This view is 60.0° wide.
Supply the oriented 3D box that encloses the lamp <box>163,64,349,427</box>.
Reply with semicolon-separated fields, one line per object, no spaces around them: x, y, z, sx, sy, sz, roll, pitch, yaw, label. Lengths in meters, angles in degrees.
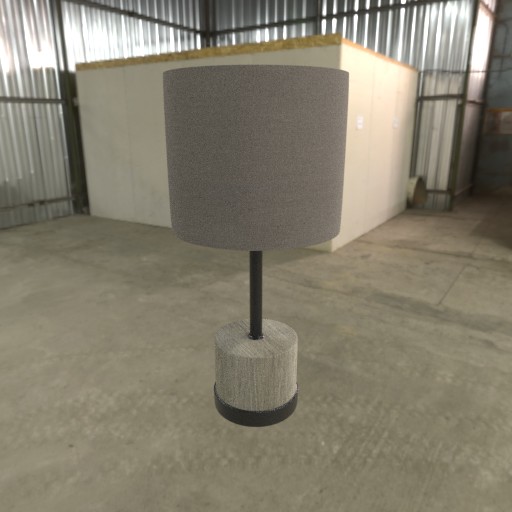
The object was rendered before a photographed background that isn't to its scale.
0.000;0.000;0.619;0.229;0.470;0.229;-9;20;-27;lamp
